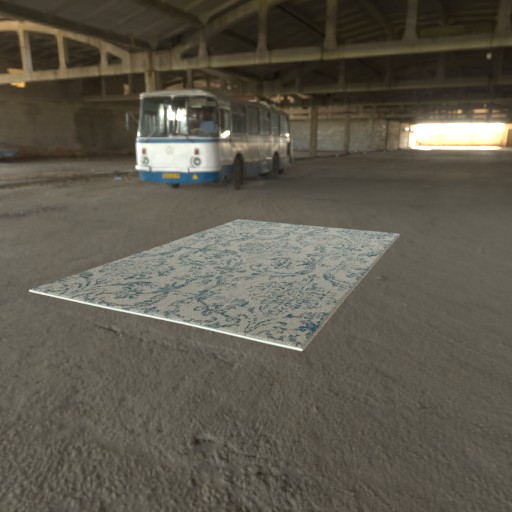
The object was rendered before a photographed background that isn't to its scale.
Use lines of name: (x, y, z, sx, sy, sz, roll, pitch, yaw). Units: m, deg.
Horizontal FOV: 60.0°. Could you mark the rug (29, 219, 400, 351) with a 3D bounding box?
rug: (0.000, 0.000, 2.380, 1.213, 0.012, 1.831, 7, 17, 25)
